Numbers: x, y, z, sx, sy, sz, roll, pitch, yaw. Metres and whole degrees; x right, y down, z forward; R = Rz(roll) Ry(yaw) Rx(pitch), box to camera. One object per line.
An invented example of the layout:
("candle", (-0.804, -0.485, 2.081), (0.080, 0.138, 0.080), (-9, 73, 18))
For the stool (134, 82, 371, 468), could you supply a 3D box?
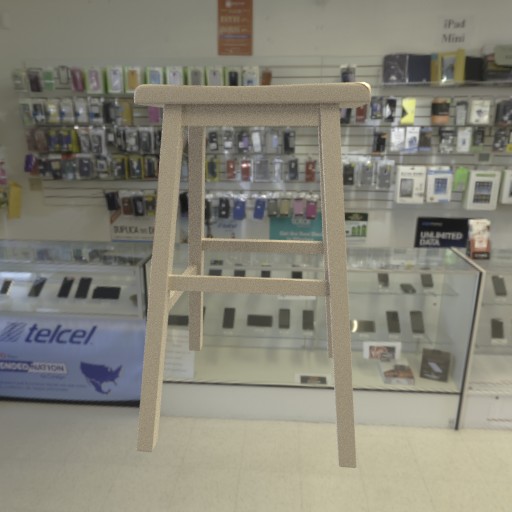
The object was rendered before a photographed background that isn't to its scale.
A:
("stool", (0.000, 0.000, 1.038), (0.457, 0.737, 0.476), (2, 16, 6))
